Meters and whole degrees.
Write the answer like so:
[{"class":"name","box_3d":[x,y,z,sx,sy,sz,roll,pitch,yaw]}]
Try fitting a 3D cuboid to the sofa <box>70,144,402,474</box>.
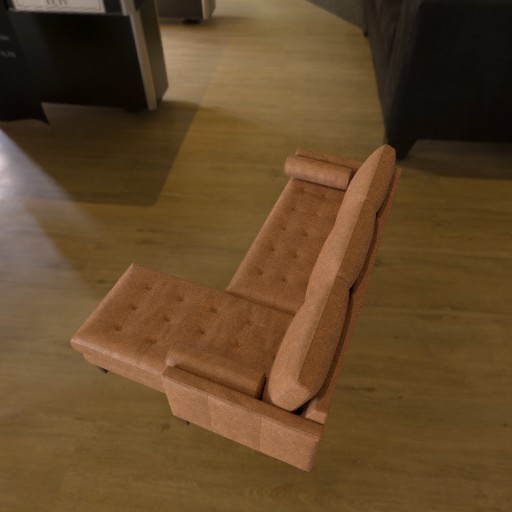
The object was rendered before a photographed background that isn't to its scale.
[{"class":"sofa","box_3d":[0.000,0.000,2.973,1.506,0.876,2.178,17,49,15]}]
